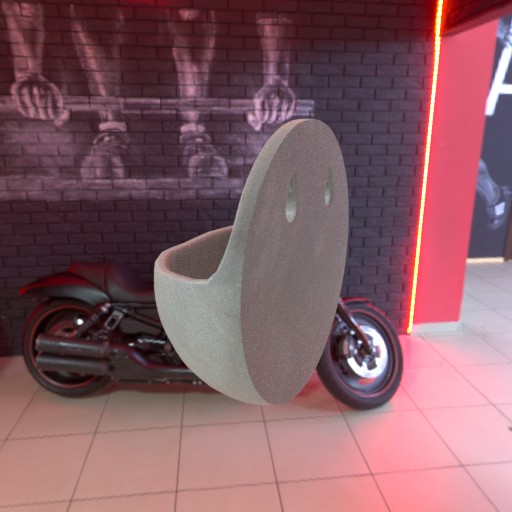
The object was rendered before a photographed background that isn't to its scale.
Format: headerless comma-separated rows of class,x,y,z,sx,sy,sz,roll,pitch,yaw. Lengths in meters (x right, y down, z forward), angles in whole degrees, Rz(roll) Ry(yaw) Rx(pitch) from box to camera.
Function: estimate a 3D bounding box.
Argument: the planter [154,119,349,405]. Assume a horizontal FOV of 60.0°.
planter,0.000,0.000,0.279,0.073,0.164,0.190,7,17,25
